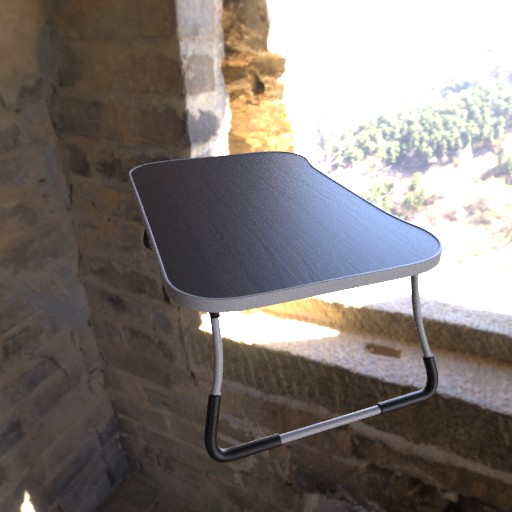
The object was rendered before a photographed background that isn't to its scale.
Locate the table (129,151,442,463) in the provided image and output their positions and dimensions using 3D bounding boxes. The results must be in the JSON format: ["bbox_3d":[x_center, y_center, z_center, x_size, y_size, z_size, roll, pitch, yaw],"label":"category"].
[{"bbox_3d":[0.000,0.000,0.846,0.400,0.232,0.660,-10,30,-17],"label":"table"}]
